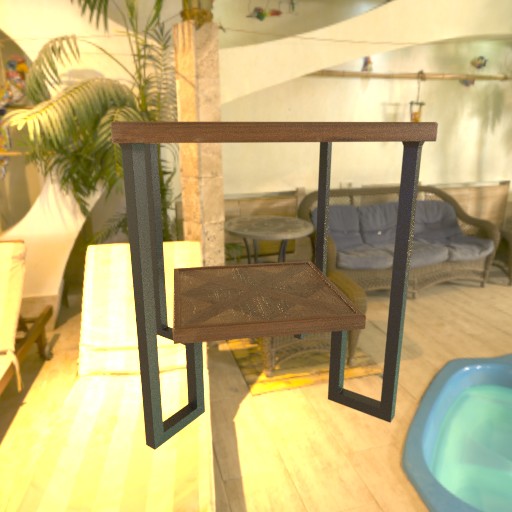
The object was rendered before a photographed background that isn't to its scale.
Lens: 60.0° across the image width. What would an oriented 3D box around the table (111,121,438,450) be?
[{"bbox_3d":[0.000,0.000,0.980,0.503,0.563,0.503,-3,17,-9],"label":"table"}]
